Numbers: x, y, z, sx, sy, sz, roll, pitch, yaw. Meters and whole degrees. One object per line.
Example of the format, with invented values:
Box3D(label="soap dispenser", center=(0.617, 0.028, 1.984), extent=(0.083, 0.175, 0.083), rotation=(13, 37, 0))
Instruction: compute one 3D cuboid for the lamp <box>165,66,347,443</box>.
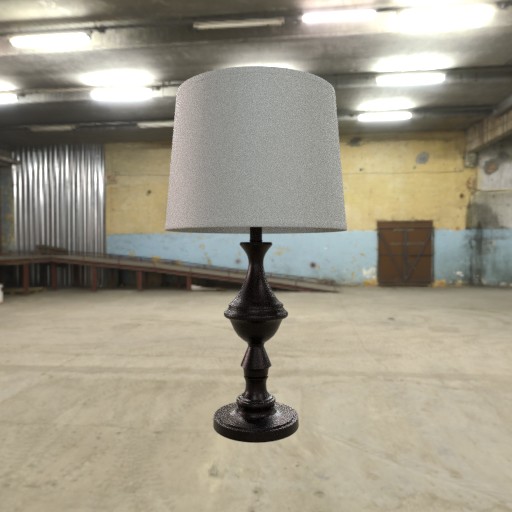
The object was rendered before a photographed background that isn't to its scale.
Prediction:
Box3D(label="lamp", center=(0.000, 0.000, 0.950), extent=(0.383, 0.726, 0.383), rotation=(0, 1, 0))
